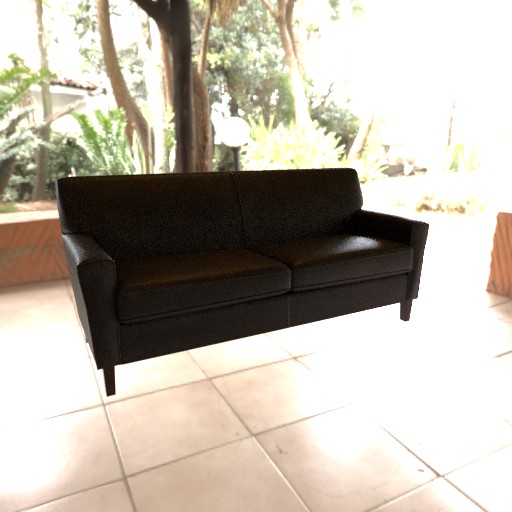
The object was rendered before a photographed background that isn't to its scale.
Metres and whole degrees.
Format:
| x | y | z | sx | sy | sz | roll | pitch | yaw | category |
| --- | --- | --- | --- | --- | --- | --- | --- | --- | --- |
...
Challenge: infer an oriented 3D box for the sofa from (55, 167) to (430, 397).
| x | y | z | sx | sy | sz | roll | pitch | yaw | category |
| --- | --- | --- | --- | --- | --- | --- | --- | --- | --- |
| 0.000 | 0.000 | 2.627 | 2.053 | 0.947 | 0.805 | -8 | 16 | -27 | sofa |
